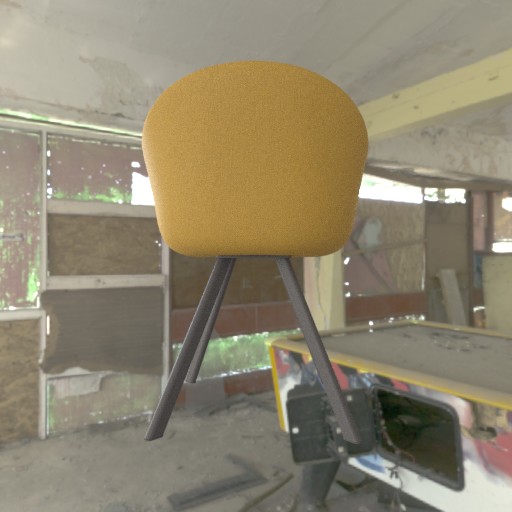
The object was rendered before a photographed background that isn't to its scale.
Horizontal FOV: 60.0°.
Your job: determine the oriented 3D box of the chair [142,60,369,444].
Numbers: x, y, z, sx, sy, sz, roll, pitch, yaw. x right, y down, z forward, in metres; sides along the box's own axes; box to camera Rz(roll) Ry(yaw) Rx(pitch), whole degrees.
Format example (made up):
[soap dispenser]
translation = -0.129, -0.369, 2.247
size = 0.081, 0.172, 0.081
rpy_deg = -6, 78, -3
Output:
[chair]
translation = 0.000, 0.000, 1.186
size = 0.551, 0.793, 0.583
rpy_deg = 0, 0, 2
